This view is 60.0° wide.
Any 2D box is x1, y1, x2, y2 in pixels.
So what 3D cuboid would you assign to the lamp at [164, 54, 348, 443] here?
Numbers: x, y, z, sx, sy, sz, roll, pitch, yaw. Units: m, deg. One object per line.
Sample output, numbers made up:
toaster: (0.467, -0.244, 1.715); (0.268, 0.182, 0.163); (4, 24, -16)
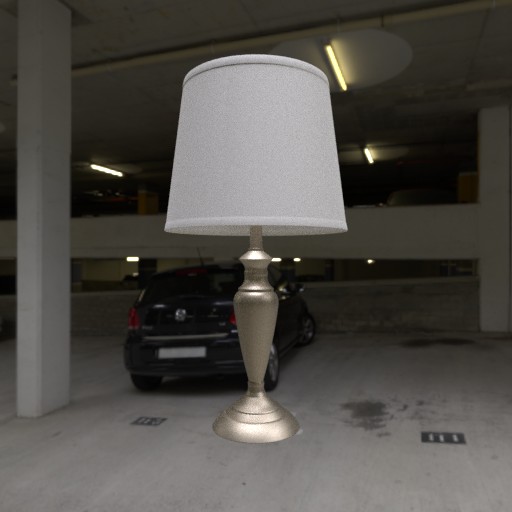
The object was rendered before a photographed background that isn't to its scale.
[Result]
lamp: (0.000, 0.000, 0.811); (0.328, 0.619, 0.328); (0, 0, 0)
